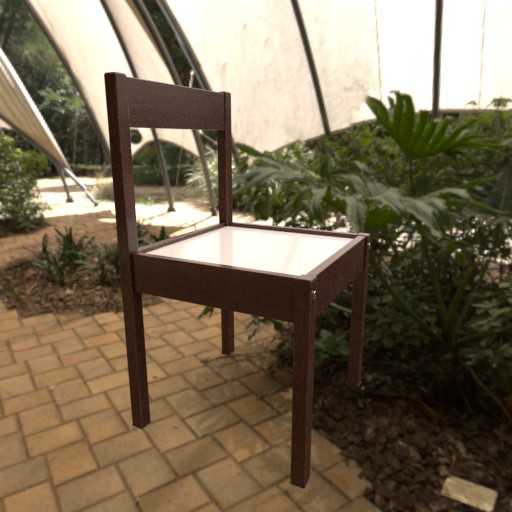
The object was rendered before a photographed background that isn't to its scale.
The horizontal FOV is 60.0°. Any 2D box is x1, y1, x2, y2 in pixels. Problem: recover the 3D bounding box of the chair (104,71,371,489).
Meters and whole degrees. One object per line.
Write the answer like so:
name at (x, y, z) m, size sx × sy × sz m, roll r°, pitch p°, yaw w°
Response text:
chair at (0.000, 0.000, 0.676) m, size 0.285 × 0.505 × 0.285 m, roll 7°, pitch 17°, yaw 26°
